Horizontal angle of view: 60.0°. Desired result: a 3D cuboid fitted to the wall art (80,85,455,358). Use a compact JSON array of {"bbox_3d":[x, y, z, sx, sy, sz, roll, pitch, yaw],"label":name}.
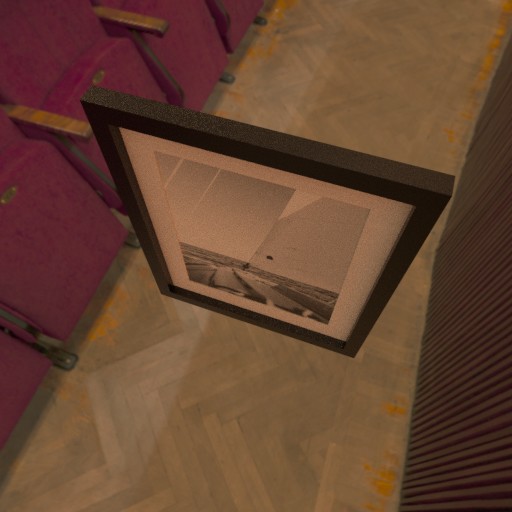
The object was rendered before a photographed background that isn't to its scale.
[{"bbox_3d":[0.000,0.000,0.766,0.461,0.558,0.031,17,61,10],"label":"wall art"}]
